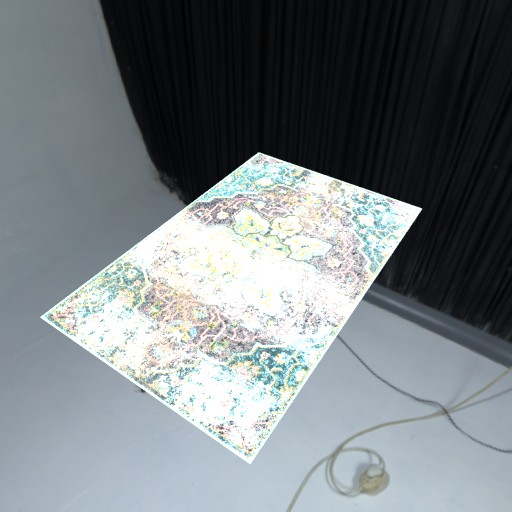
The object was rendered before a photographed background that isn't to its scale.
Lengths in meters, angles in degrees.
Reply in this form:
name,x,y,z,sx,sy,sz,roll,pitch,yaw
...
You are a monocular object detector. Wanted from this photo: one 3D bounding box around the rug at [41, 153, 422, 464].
name,x,y,z,sx,sy,sz,roll,pitch,yaw
rug,0.000,0.000,3.041,1.566,0.004,2.363,26,49,25
